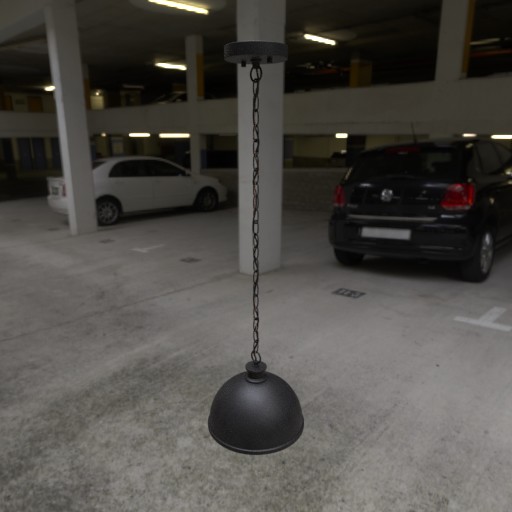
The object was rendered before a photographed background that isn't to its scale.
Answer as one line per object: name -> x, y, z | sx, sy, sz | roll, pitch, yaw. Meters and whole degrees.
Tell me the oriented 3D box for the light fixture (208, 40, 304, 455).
light fixture -> 0.000, 0.000, 1.259 | 0.304, 1.090, 0.304 | 15, 21, 43
